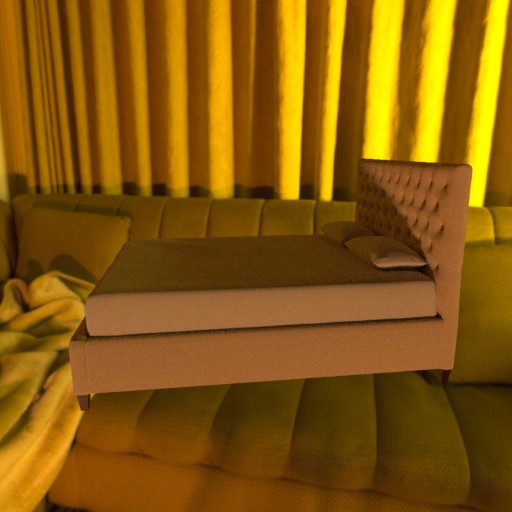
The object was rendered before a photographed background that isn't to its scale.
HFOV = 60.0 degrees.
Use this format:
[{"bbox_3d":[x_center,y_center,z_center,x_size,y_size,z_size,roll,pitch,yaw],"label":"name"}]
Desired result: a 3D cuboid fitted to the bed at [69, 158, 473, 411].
[{"bbox_3d":[0.000,0.000,3.398,2.387,1.427,1.698,-2,14,-8],"label":"bed"}]
